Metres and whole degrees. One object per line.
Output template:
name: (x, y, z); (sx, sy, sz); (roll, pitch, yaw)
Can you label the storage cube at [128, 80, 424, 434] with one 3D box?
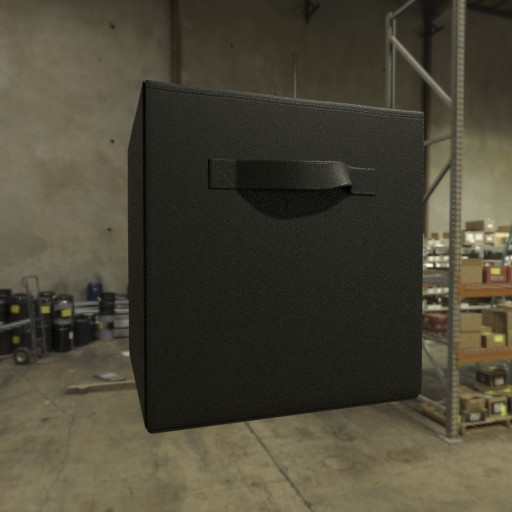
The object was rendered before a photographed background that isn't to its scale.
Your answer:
storage cube: (0.000, 0.000, 0.499); (0.270, 0.280, 0.270); (0, 1, -19)
